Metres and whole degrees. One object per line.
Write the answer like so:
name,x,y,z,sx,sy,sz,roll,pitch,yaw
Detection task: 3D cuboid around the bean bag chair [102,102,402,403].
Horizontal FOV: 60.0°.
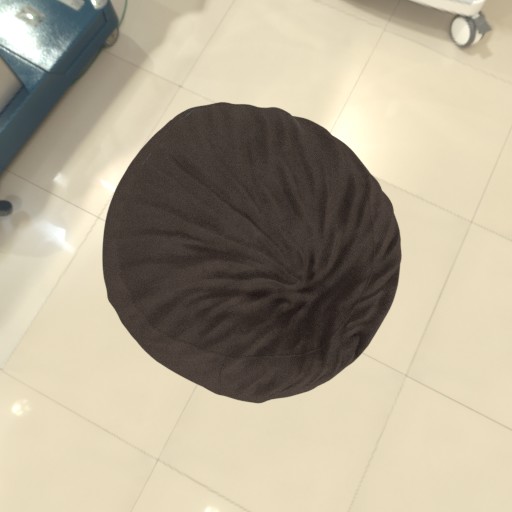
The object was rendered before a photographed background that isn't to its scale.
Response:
bean bag chair,0.000,0.000,2.024,1.245,0.821,1.245,0,77,0
